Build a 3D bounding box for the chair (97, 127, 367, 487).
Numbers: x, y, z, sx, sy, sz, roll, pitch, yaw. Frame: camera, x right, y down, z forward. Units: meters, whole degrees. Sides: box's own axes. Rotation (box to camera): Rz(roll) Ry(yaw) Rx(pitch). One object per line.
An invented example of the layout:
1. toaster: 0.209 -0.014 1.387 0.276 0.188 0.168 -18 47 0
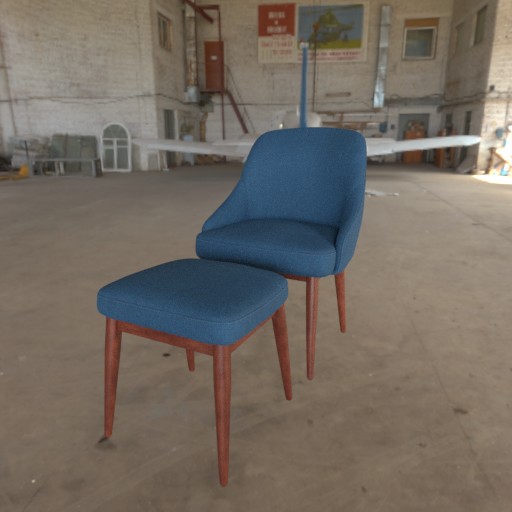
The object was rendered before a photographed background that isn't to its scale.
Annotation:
1. chair: 0.000 0.000 1.544 0.584 0.866 1.114 8 18 27
